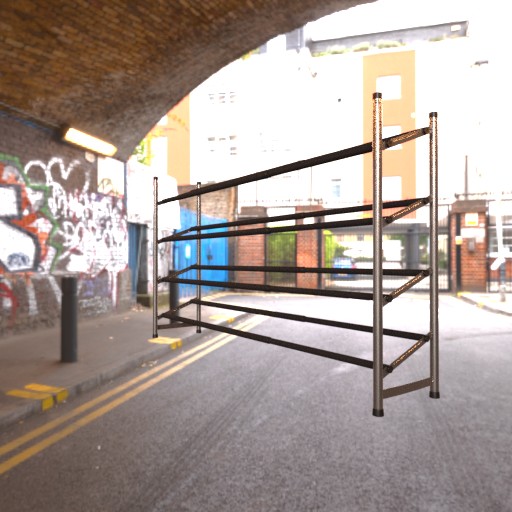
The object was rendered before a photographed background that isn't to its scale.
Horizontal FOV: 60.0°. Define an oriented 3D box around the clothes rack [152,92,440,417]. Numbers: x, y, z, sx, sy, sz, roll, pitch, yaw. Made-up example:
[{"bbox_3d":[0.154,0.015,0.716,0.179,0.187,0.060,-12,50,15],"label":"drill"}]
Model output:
[{"bbox_3d":[0.000,0.000,1.447,0.229,0.672,1.168,0,-1,-36],"label":"clothes rack"}]
